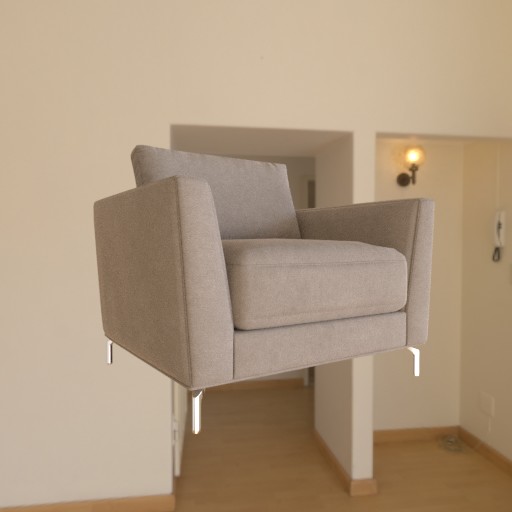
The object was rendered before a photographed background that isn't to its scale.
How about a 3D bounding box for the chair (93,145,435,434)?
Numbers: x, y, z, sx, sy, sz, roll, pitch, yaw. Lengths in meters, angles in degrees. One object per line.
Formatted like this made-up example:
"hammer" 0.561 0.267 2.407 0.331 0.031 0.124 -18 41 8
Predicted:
"chair" 0.000 0.000 1.680 1.041 0.864 0.889 -1 2 -34
